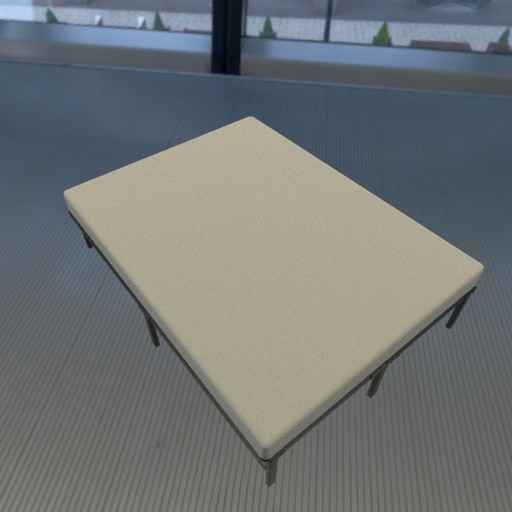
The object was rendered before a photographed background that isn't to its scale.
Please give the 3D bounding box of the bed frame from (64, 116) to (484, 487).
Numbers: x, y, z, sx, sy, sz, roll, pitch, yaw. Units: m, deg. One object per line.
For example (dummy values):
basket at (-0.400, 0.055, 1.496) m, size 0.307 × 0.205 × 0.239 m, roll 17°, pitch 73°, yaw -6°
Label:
bed frame at (0.000, 0.000, 3.554) m, size 1.990 × 0.680 × 2.635 m, roll -30°, pitch 53°, yaw -25°
